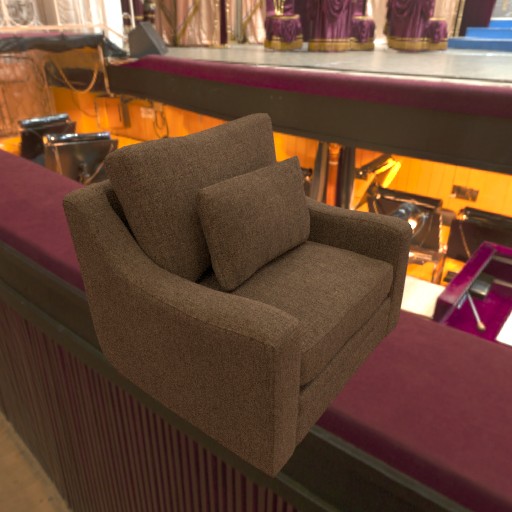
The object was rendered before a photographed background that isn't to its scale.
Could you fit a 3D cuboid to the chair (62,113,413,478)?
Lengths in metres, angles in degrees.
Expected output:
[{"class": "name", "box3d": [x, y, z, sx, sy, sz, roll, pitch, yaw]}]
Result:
[{"class": "chair", "box3d": [0.000, 0.000, 1.930, 1.009, 1.037, 1.138, 20, 33, 33]}]
